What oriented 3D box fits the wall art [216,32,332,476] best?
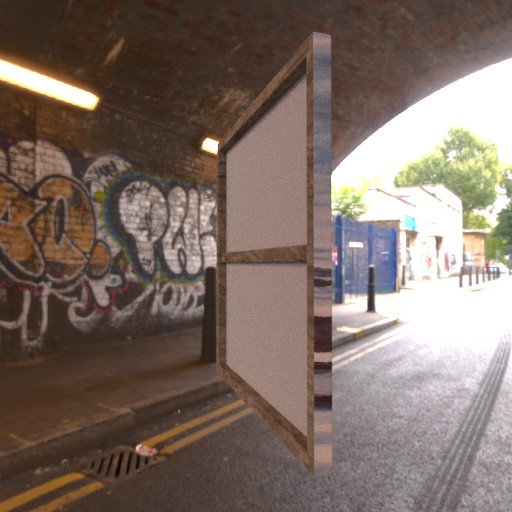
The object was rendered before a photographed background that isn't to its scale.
[{"bbox_3d":[0.000,0.000,1.101,0.035,0.747,0.747,0,-1,-18],"label":"wall art"}]
